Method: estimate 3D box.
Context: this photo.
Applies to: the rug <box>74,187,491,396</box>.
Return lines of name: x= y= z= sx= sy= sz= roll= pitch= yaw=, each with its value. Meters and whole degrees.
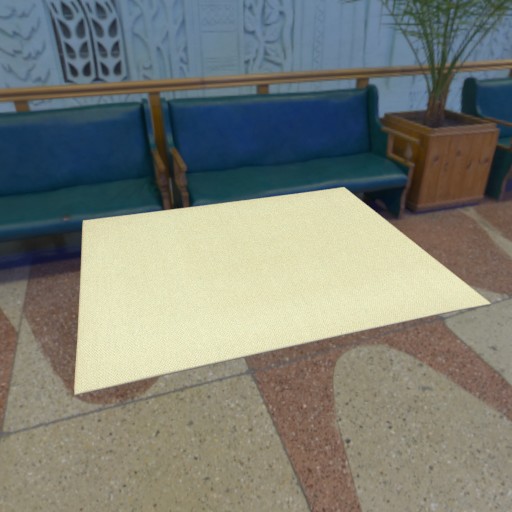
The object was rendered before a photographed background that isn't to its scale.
rug: x=0.000 y=0.000 z=4.028 sx=3.039 sy=0.018 sz=2.462 roll=-9 pitch=32 yaw=-15
